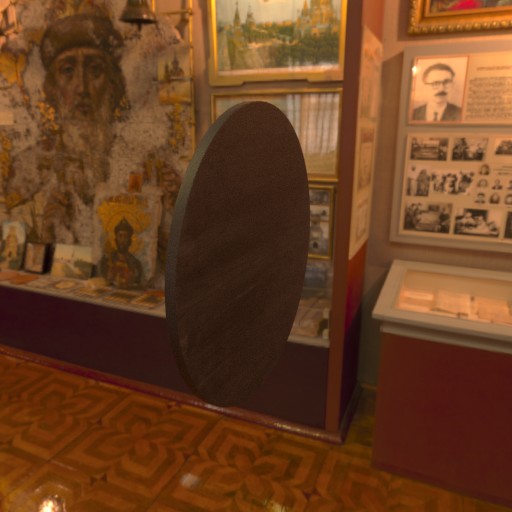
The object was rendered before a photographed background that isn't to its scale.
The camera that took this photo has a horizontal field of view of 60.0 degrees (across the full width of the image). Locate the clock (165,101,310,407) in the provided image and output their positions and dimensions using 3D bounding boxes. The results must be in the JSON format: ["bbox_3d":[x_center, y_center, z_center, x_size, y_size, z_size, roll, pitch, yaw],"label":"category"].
[{"bbox_3d":[0.000,0.000,0.902,0.029,0.595,0.595,8,18,24],"label":"clock"}]
